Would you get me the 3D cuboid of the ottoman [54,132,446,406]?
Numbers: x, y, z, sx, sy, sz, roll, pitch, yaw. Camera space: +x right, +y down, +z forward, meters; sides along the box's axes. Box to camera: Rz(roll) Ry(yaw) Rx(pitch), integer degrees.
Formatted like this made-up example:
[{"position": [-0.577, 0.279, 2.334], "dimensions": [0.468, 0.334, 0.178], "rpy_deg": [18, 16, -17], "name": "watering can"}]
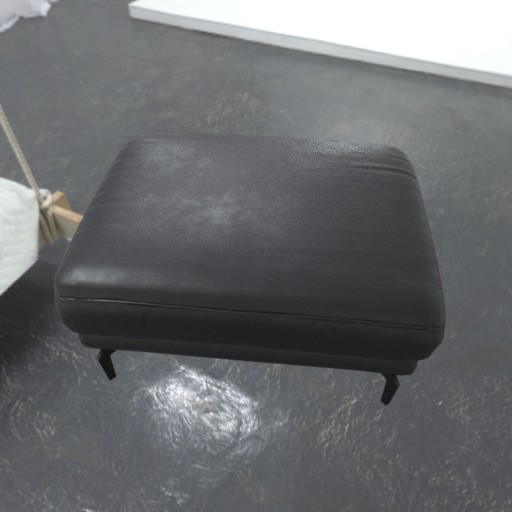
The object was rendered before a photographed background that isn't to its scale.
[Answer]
[{"position": [0.000, 0.000, 1.086], "dimensions": [0.764, 0.402, 0.570], "rpy_deg": [4, 47, 4], "name": "ottoman"}]
